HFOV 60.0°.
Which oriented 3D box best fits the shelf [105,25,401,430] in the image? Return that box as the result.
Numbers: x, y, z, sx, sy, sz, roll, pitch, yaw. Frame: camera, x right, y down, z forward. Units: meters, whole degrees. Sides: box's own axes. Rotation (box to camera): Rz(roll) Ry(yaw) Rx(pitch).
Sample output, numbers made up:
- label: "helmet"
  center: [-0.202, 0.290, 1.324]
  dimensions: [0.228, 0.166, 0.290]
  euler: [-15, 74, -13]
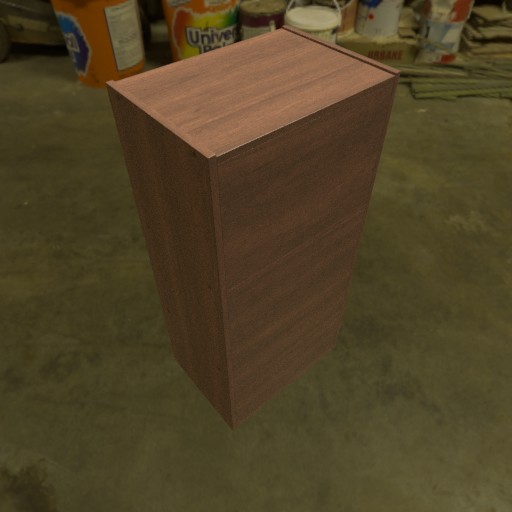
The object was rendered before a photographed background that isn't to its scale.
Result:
- label: "shelf"
  center: [0.000, 0.000, 1.068]
  dimensions: [0.414, 0.879, 0.290]
  euler: [-31, 54, -27]
